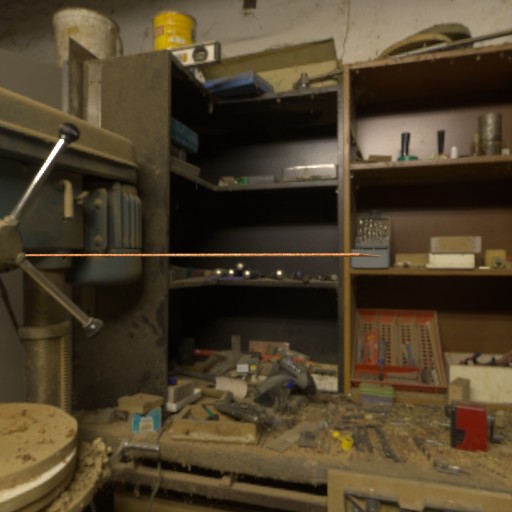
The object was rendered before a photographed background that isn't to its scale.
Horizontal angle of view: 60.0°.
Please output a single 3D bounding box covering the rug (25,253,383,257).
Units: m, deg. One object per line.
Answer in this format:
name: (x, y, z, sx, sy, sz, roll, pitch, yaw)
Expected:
rug: (0.000, 0.000, 2.922, 1.524, 0.006, 2.285, 0, 0, 18)
